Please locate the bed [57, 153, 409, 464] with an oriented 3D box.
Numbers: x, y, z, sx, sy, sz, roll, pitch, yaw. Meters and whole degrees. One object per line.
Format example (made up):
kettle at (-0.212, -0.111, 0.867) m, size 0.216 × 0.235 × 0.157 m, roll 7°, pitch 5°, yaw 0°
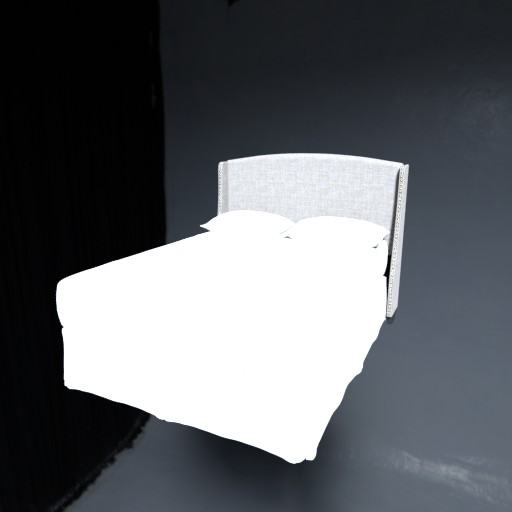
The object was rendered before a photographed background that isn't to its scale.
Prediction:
bed at (0.000, 0.000, 3.202) m, size 1.710 × 1.407 × 2.237 m, roll 7°, pitch 16°, yaw 26°
